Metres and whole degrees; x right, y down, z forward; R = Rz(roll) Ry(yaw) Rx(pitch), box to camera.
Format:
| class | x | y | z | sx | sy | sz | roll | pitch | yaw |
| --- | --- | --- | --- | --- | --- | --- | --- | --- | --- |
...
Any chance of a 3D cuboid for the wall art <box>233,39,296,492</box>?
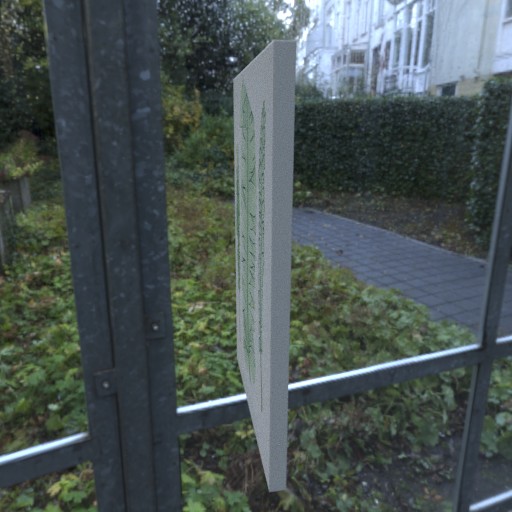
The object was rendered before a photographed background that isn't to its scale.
| class | x | y | z | sx | sy | sz | roll | pitch | yaw |
| --- | --- | --- | --- | --- | --- | --- | --- | --- | --- |
| wall art | 0.000 | 0.000 | 1.149 | 0.038 | 0.914 | 0.610 | -2 | 16 | -9 |
